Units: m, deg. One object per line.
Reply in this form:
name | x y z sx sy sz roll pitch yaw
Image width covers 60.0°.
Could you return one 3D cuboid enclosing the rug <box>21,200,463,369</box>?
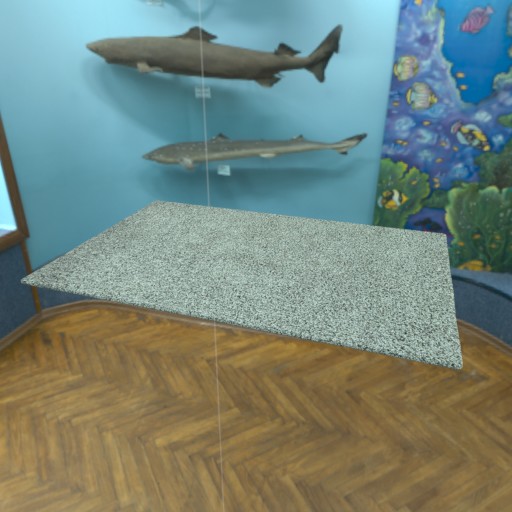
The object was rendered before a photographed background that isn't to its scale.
rug | 0.000 0.000 3.328 2.743 0.030 1.778 8 27 17
